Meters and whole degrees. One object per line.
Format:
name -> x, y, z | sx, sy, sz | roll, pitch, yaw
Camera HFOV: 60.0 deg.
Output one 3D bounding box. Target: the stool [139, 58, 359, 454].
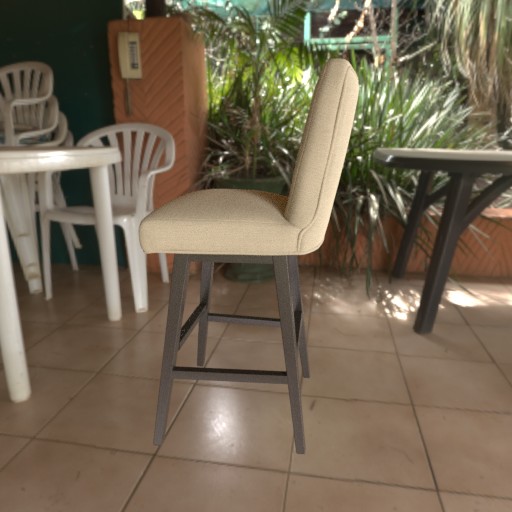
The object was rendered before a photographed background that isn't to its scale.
stool -> 0.000, 0.000, 1.413 | 0.574, 1.086, 0.514 | 2, 15, 8
